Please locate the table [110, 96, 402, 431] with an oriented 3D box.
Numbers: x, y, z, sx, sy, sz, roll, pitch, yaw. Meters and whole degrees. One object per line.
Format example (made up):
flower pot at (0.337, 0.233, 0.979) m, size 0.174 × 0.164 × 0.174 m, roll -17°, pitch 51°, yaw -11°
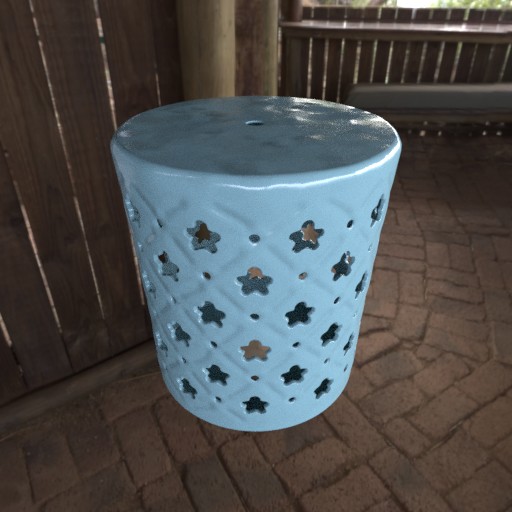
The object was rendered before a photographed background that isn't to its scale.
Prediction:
table at (0.000, 0.000, 0.650) m, size 0.352 × 0.387 × 0.352 m, roll 0°, pitch 32°, yaw 0°
